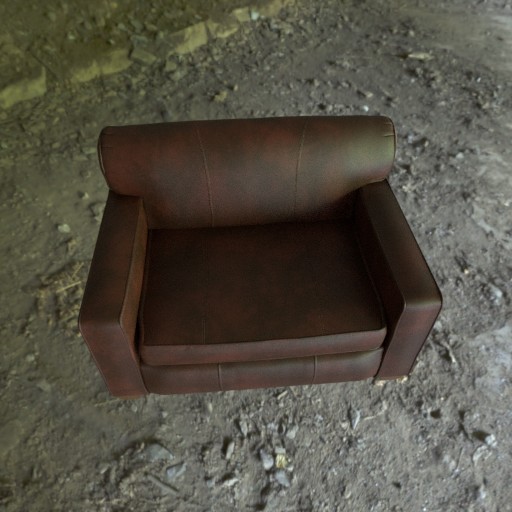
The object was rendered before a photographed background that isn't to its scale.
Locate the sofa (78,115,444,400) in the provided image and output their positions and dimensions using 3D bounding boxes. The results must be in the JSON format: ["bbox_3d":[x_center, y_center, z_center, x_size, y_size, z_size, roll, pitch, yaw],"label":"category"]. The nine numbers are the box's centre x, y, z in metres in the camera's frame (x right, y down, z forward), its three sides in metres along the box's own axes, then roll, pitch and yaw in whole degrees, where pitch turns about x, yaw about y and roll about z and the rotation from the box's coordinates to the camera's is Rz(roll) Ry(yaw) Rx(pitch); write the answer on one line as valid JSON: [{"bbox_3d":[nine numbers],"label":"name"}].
[{"bbox_3d":[0.000,0.000,2.065,1.413,0.956,1.000,-3,46,-3],"label":"sofa"}]
